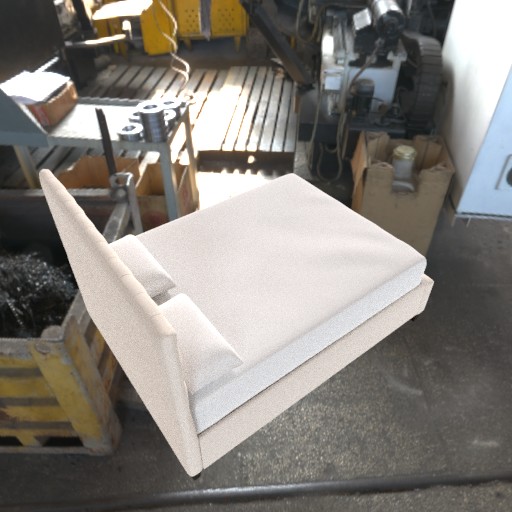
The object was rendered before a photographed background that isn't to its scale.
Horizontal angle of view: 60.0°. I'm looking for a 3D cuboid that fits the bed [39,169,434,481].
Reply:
[{"bbox_3d":[0.000,0.000,3.261,2.233,1.426,1.696,-26,48,-27],"label":"bed"}]
